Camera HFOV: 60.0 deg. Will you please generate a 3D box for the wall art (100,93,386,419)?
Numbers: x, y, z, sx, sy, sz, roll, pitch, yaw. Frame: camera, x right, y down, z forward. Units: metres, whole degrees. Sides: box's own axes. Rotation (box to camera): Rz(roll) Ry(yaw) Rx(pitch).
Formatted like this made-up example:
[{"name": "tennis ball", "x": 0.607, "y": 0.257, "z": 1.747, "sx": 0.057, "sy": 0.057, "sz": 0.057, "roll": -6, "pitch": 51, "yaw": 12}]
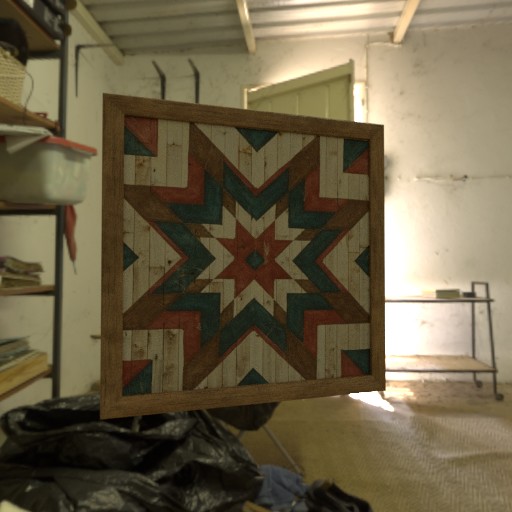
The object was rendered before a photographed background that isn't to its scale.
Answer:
[{"name": "wall art", "x": 0.000, "y": 0.000, "z": 1.055, "sx": 0.695, "sy": 0.691, "sz": 0.029, "roll": 0, "pitch": -1, "yaw": -18}]
